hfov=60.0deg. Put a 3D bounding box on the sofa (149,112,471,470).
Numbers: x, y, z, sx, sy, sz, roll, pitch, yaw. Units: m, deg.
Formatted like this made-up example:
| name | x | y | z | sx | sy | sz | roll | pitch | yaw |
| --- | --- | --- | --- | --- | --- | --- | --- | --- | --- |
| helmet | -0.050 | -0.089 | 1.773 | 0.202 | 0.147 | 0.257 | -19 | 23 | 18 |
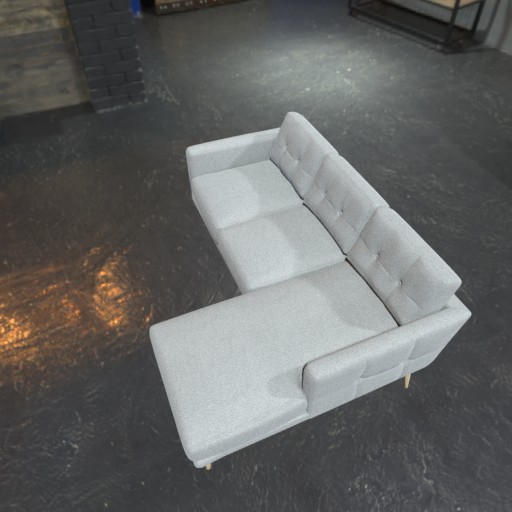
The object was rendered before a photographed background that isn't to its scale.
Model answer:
| name | x | y | z | sx | sy | sz | roll | pitch | yaw |
| --- | --- | --- | --- | --- | --- | --- | --- | --- | --- |
| sofa | 0.000 | 0.000 | 2.806 | 1.530 | 0.860 | 2.040 | -17 | 49 | -16 |
